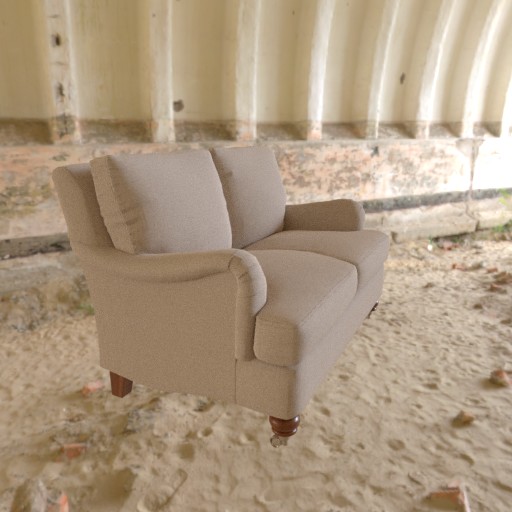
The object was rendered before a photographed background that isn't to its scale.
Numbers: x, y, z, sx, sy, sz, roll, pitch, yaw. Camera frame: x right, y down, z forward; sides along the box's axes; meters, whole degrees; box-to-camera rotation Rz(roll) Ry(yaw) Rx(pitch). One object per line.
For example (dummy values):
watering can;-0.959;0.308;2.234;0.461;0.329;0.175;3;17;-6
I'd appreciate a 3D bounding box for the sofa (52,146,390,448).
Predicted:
sofa;0.000;0.000;2.220;1.087;1.048;1.508;8;17;26
